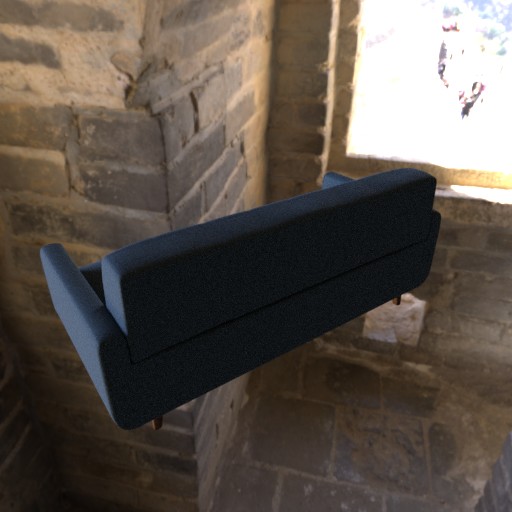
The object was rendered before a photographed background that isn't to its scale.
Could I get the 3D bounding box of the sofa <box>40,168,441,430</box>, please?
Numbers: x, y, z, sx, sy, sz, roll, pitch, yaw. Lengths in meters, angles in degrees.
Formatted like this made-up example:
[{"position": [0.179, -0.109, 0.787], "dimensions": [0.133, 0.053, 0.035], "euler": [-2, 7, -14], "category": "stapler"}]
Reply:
[{"position": [0.000, 0.000, 2.509], "dimensions": [2.055, 0.884, 0.942], "euler": [-19, 35, -30], "category": "sofa"}]
